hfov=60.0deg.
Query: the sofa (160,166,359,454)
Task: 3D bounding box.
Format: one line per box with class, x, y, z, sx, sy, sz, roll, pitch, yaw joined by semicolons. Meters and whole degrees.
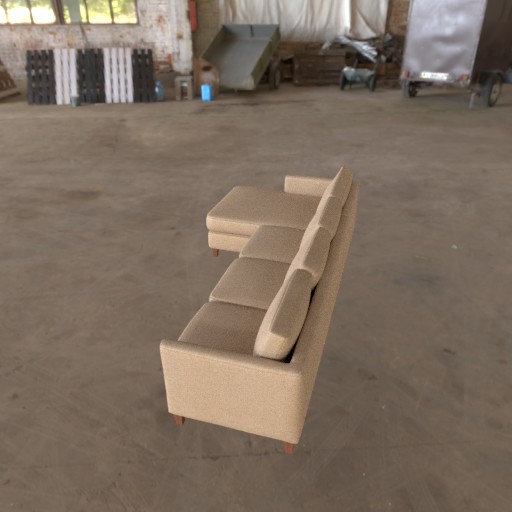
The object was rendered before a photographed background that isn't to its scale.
sofa;0.000;0.000;3.965;1.502;0.876;3.201;8;30;15
